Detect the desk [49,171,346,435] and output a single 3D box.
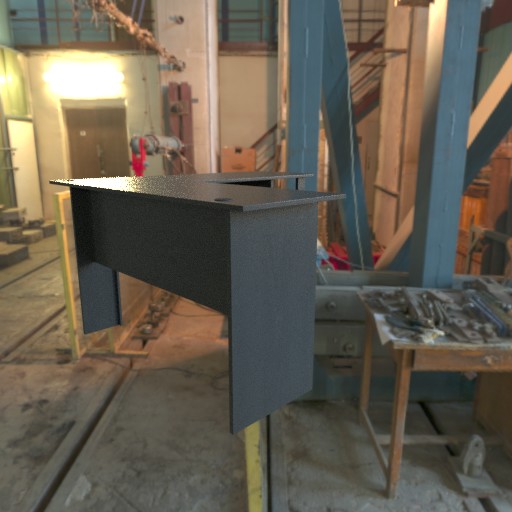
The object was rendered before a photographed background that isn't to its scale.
[{"bbox_3d":[0.000,0.000,2.110,1.361,0.716,1.303,-13,19,-43],"label":"desk"}]
